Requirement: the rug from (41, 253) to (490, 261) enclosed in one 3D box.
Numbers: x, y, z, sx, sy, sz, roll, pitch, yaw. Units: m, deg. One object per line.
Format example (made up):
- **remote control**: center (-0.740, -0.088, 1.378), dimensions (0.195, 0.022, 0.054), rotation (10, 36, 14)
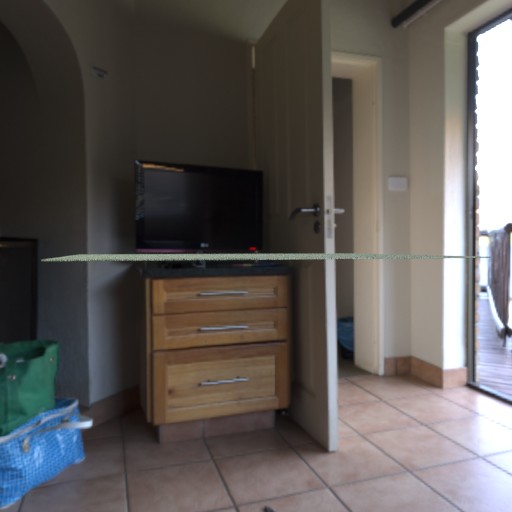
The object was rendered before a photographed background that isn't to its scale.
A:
- **rug**: center (0.000, 0.000, 2.191), dimensions (1.747, 0.006, 1.143), rotation (0, 1, -16)
